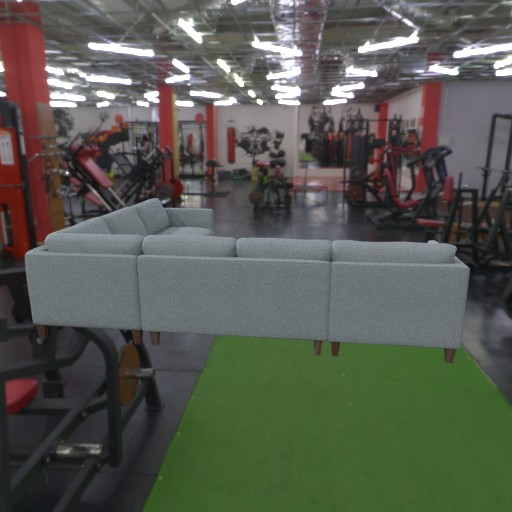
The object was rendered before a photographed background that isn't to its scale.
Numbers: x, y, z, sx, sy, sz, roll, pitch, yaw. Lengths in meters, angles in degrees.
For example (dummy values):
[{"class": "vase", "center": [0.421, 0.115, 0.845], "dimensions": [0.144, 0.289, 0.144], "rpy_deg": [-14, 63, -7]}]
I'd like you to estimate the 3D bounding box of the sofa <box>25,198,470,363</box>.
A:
[{"class": "sofa", "center": [0.000, 0.000, 4.394], "dimensions": [3.238, 0.853, 2.551], "rpy_deg": [2, 14, 7]}]
